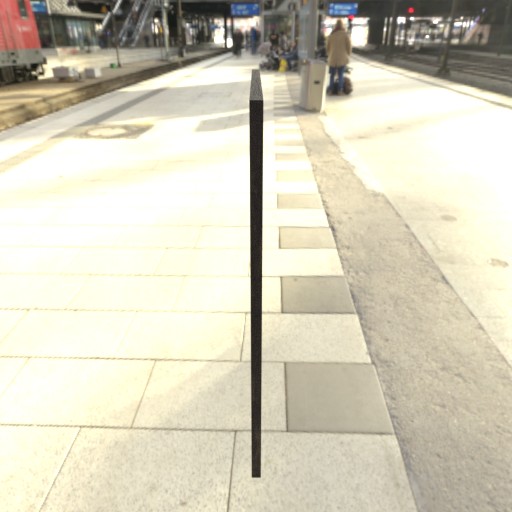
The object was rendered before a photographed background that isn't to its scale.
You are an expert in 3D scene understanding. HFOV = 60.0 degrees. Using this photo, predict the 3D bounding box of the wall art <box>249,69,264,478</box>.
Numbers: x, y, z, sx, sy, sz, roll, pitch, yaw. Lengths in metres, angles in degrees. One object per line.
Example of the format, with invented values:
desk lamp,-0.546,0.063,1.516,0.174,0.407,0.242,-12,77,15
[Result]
wall art,0.000,0.000,1.441,0.029,1.066,0.812,0,27,0
